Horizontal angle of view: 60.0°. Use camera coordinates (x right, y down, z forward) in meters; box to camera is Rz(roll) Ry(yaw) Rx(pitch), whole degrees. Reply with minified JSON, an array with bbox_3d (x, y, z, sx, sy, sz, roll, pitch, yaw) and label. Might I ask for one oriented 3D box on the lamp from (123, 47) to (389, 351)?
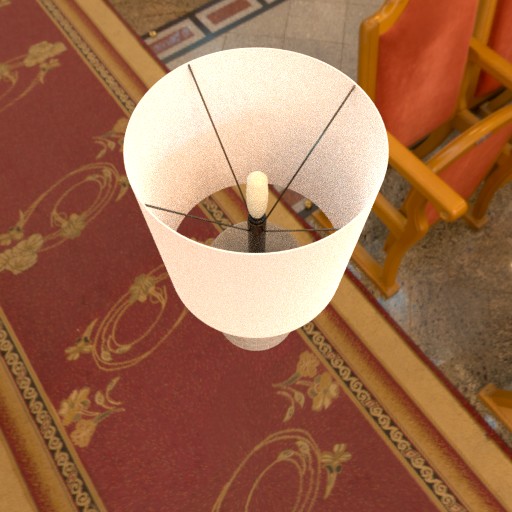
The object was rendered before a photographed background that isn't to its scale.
[{"bbox_3d":[0.000,0.000,0.533,0.206,0.416,0.206,-33,68,-15],"label":"lamp"}]
